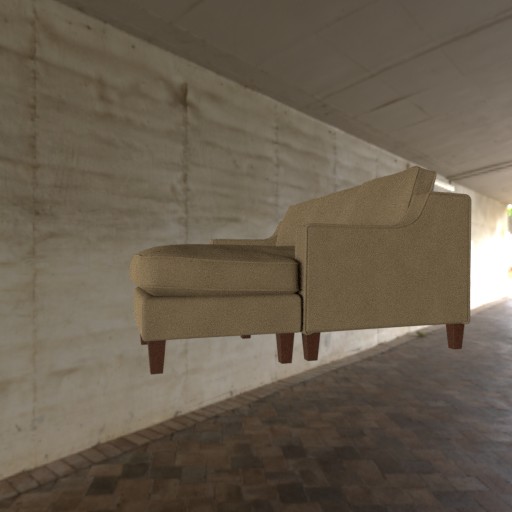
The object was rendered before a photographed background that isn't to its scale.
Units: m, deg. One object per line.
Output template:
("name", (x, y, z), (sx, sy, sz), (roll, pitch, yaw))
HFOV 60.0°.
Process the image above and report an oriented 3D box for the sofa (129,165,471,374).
("sofa", (0.000, 0.000, 3.310), (1.858, 1.066, 2.317), (0, 0, -18))
